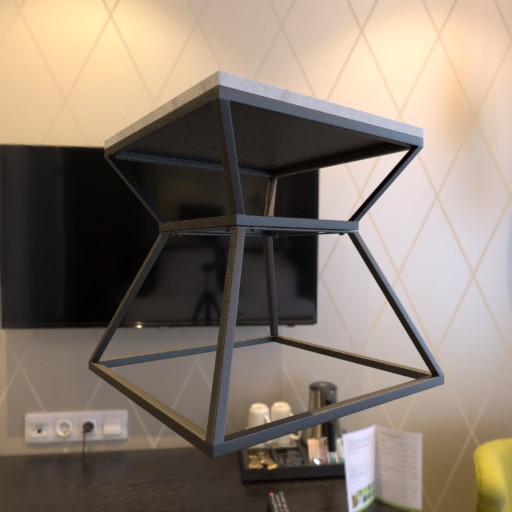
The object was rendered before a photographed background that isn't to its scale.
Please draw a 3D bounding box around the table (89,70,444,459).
[{"bbox_3d":[0.000,0.000,0.791,0.455,0.431,0.455,-1,1,-37],"label":"table"}]
